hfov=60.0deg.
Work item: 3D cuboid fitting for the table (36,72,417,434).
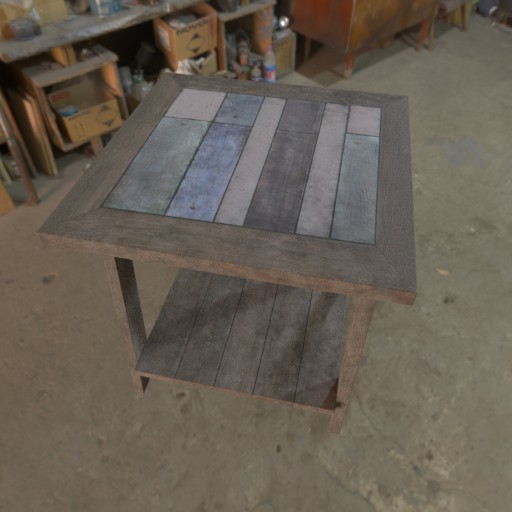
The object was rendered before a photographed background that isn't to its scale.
[{"bbox_3d":[0.000,0.000,1.111,0.610,0.610,0.610,9,47,8],"label":"table"}]
